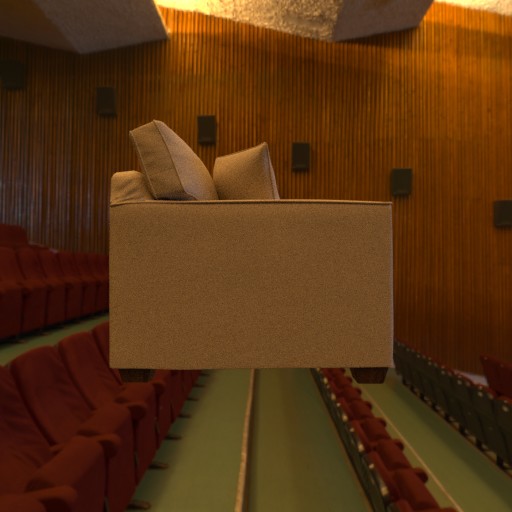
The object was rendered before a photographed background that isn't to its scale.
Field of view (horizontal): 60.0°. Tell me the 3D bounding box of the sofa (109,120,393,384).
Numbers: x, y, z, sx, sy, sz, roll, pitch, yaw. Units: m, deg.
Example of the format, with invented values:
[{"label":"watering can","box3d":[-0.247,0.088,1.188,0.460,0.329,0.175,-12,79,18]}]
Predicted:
[{"label":"sofa","box3d":[0.000,0.000,2.519,1.034,0.946,1.962,0,-1,0]}]
